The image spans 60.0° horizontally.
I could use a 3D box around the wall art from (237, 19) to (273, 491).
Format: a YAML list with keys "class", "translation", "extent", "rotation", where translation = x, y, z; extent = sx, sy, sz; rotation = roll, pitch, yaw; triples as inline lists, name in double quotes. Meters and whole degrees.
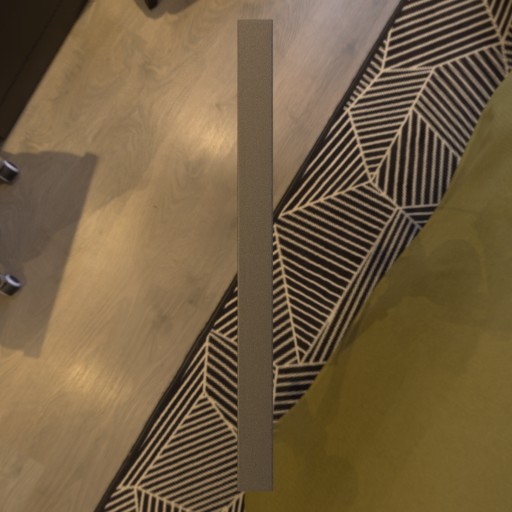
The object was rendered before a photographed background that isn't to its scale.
- class: "wall art"
  translation: [0.000, 0.000, 0.857]
  extent: [0.051, 0.456, 0.671]
  rotation: [0, 89, 0]
